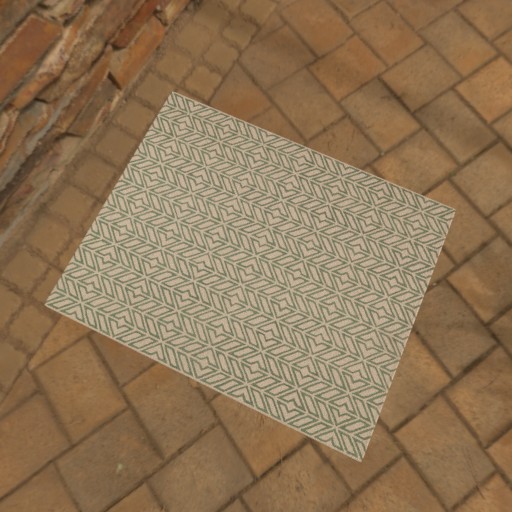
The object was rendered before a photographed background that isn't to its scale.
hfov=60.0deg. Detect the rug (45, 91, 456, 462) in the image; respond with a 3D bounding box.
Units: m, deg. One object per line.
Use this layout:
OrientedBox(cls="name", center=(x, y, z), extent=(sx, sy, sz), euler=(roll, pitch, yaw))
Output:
OrientedBox(cls="rug", center=(0.000, 0.000, 4.086), extent=(3.050, 0.017, 2.441), euler=(24, 76, 6))
